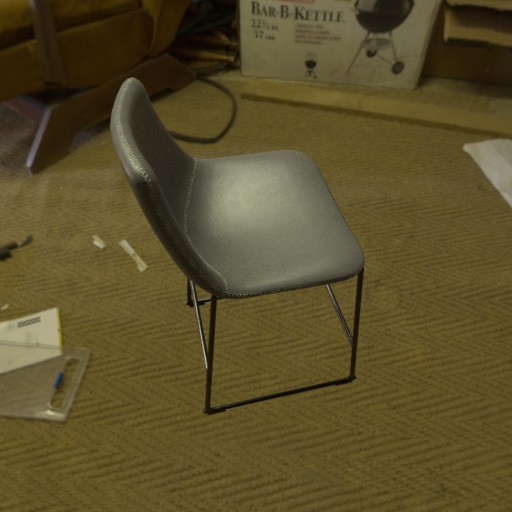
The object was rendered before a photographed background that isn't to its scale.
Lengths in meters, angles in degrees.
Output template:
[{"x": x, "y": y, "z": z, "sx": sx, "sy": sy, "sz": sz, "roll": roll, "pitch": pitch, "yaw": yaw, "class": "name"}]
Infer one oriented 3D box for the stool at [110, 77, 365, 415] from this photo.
[{"x": 0.000, "y": 0.000, "z": 1.162, "sx": 0.546, "sy": 0.876, "sz": 0.470, "roll": -10, "pitch": 49, "yaw": -9, "class": "stool"}]
